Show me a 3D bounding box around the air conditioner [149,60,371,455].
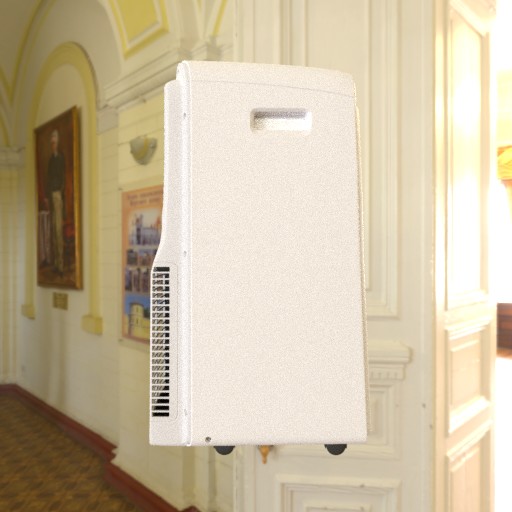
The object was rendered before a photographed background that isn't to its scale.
[{"bbox_3d":[0.000,0.000,1.038,0.467,0.765,0.478,0,1,0],"label":"air conditioner"}]
